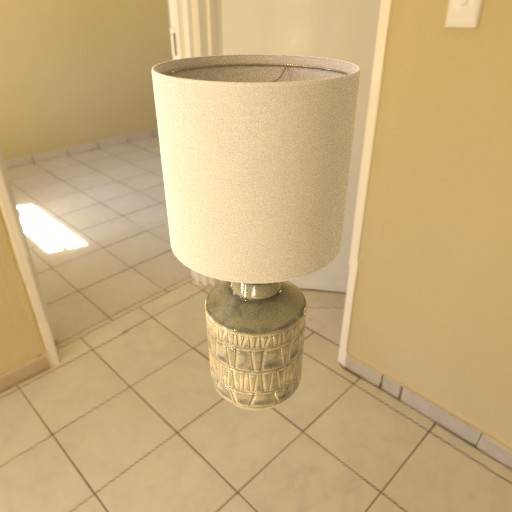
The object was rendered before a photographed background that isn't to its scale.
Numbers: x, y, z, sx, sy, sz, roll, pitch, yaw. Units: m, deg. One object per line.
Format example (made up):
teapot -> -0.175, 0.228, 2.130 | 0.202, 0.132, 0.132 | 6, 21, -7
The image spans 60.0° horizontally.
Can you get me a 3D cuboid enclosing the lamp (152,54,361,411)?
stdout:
lamp -> 0.000, 0.000, 0.571 | 0.211, 0.455, 0.211 | 20, 36, 30
